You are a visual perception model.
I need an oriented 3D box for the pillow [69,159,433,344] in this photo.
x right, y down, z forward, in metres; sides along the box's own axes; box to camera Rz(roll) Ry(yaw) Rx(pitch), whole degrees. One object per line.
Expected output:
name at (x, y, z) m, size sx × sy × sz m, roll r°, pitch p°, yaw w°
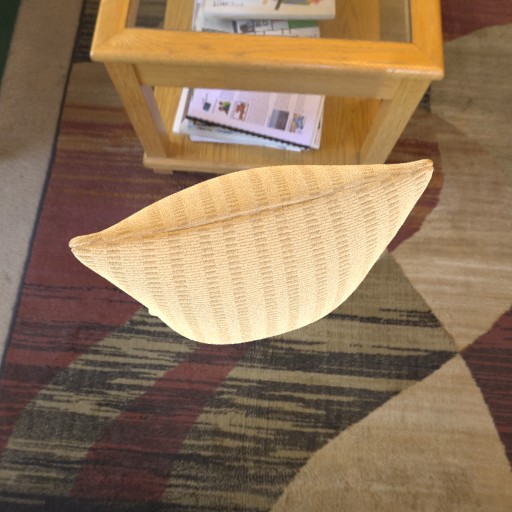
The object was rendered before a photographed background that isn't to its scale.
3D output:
pillow at (0.000, 0.000, 0.703) m, size 0.438 × 0.419 × 0.247 m, roll -13°, pitch 74°, yaw -4°
